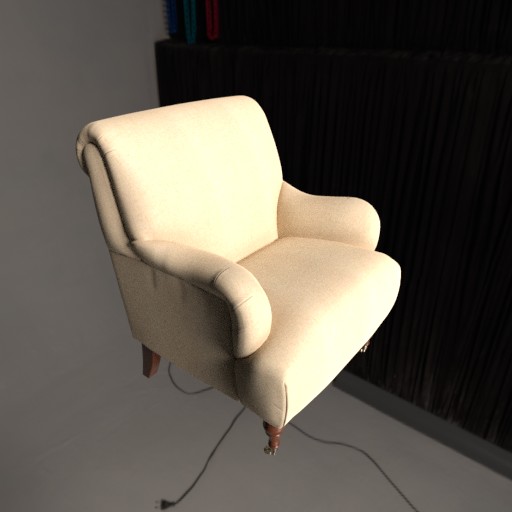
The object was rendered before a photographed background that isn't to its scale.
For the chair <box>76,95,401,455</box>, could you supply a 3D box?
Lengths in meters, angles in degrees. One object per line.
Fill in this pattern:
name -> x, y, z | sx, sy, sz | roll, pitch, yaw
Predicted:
chair -> 0.000, 0.000, 1.533 | 0.842, 0.944, 0.766 | 20, 34, 33
